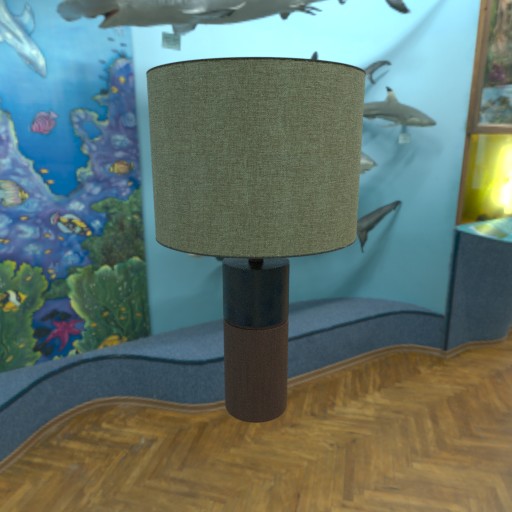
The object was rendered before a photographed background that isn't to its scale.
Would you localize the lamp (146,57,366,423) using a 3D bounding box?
[{"bbox_3d":[0.000,0.000,0.462,0.202,0.350,0.202,0,14,0],"label":"lamp"}]
